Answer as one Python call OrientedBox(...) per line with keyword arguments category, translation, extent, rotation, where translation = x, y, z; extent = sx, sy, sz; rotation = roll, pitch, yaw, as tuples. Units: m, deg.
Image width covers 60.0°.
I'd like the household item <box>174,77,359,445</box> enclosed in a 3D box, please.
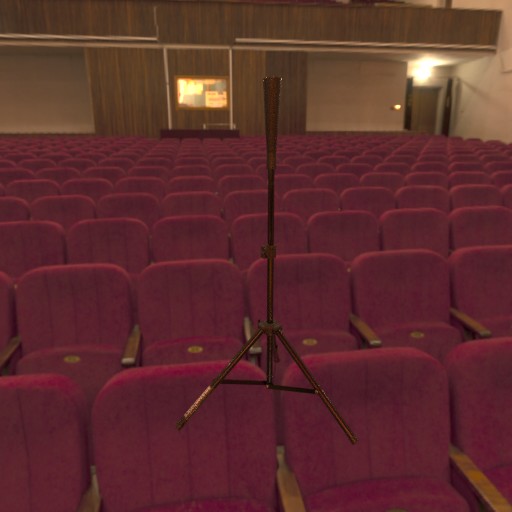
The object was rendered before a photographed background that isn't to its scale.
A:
OrientedBox(category="household item", translation=(0.000, 0.000, 1.434), extent=(0.559, 1.067, 0.559), rotation=(-2, 15, -8))
